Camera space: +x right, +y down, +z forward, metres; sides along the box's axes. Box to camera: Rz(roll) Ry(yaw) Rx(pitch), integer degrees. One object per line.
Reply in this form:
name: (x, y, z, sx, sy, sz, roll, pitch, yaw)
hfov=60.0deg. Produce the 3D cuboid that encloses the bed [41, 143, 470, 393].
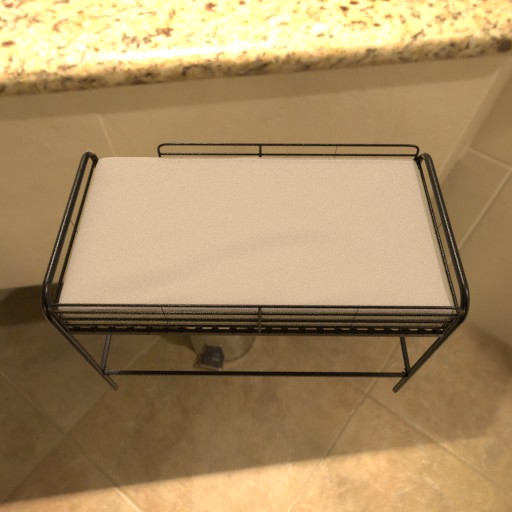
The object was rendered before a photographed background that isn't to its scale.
bed: (0.000, 0.000, 2.876, 1.968, 1.289, 1.393, 0, 57, 0)
